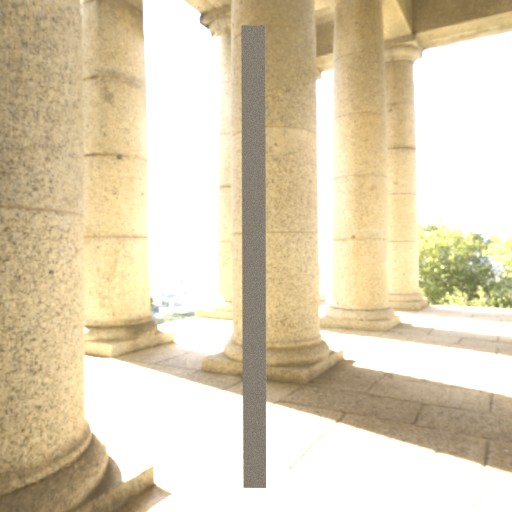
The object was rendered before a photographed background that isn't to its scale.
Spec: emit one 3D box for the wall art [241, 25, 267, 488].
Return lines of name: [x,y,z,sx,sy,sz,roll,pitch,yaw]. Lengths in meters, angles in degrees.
wall art: [0.000,0.000,0.746,0.030,0.549,0.443,0,1,1]
